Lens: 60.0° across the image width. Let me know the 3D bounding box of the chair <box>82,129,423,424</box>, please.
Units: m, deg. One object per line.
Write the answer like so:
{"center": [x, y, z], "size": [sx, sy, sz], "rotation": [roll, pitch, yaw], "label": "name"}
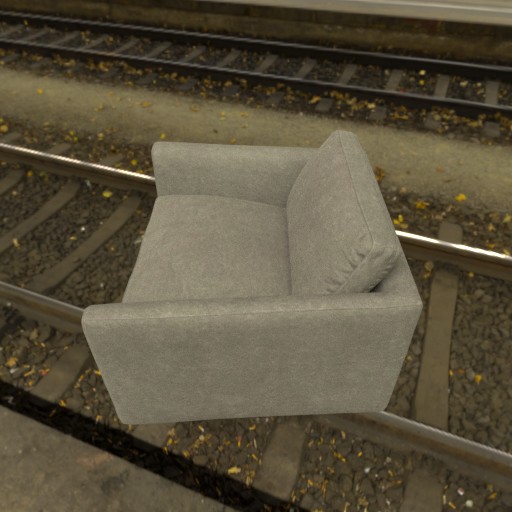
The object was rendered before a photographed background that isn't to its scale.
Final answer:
{"center": [0.000, 0.000, 1.924], "size": [1.091, 0.845, 1.190], "rotation": [0, 40, 1], "label": "chair"}
